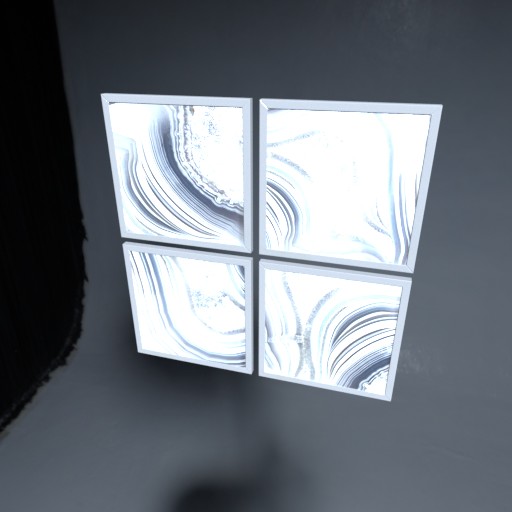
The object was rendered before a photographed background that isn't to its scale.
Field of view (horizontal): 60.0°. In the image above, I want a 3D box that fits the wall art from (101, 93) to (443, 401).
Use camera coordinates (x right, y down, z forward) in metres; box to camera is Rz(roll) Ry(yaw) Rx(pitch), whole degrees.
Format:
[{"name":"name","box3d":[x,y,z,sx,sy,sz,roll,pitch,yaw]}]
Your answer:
[{"name":"wall art","box3d":[0.000,0.000,1.663,1.118,1.118,0.029,7,27,14]}]
